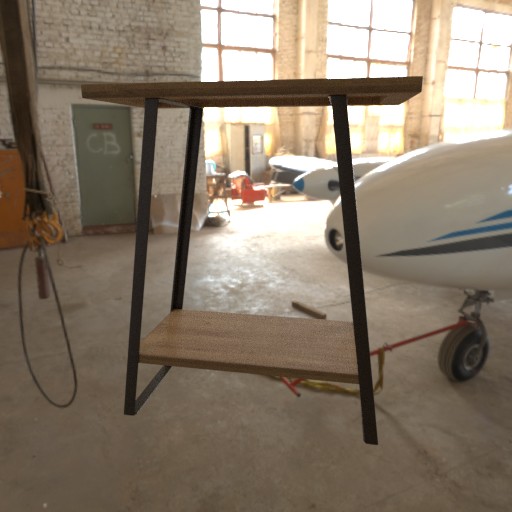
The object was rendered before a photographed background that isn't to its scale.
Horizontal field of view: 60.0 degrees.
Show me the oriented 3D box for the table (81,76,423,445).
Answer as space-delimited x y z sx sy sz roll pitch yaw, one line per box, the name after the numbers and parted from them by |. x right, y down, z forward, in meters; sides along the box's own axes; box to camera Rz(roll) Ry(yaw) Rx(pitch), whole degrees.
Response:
0.000 0.000 0.991 0.599 0.701 0.300 3 15 10 | table
